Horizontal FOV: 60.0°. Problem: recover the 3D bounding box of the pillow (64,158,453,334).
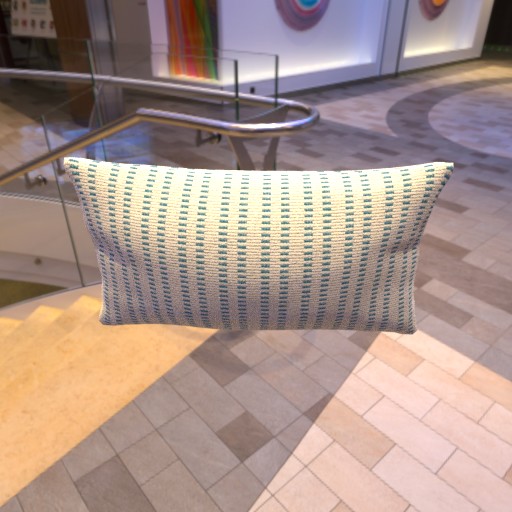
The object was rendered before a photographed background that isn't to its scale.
[{"bbox_3d":[0.000,0.000,0.797,0.640,0.353,0.210,1,31,2],"label":"pillow"}]
